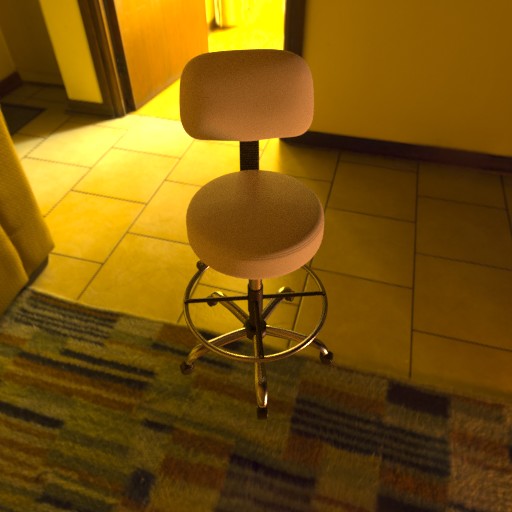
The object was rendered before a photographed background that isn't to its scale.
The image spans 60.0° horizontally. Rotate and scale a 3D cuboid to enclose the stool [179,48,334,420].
[{"bbox_3d":[0.000,0.000,1.435,0.609,1.080,0.616,-3,45,-3],"label":"stool"}]
